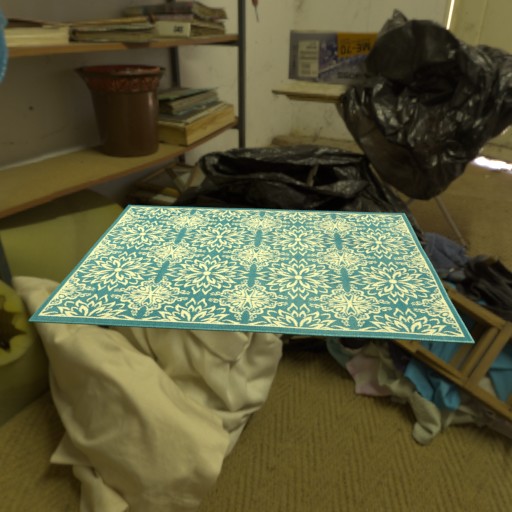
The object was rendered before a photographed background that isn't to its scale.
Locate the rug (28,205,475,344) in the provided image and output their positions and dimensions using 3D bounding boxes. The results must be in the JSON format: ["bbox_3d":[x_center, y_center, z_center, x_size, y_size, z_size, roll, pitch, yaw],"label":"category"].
[{"bbox_3d":[0.000,0.000,2.855,2.205,0.012,1.554,2,29,4],"label":"rug"}]
